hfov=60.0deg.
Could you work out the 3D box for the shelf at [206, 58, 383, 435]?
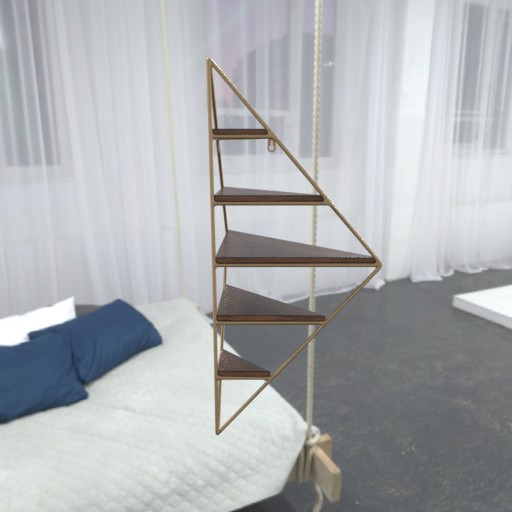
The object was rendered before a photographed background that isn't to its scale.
[{"bbox_3d":[0.000,0.000,1.149,0.294,0.913,0.564,-13,18,-43],"label":"shelf"}]
